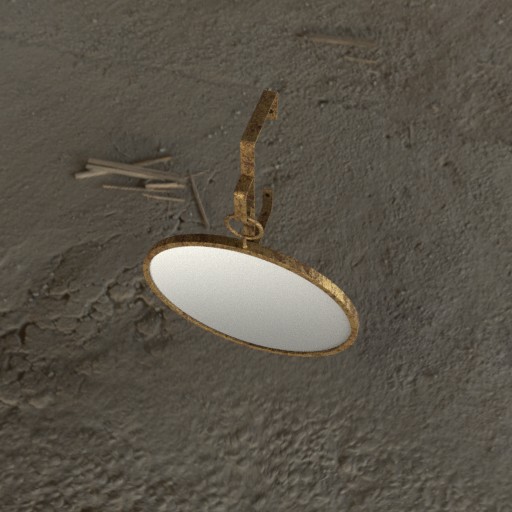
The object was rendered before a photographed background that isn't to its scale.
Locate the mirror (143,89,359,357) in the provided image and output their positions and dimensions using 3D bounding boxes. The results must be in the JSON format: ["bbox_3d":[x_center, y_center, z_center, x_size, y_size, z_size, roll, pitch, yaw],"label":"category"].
[{"bbox_3d":[0.000,0.000,0.844,0.447,0.651,0.144,15,60,9],"label":"mirror"}]
